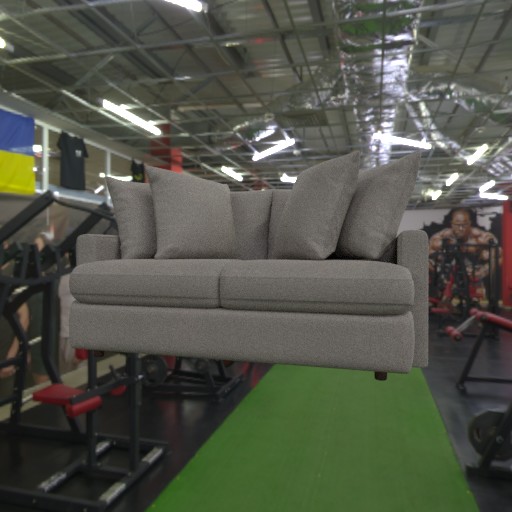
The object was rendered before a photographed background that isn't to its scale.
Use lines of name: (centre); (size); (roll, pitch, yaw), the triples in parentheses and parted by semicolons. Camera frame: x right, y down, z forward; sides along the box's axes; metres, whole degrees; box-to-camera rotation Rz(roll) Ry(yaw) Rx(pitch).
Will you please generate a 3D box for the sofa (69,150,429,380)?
sofa: (0.000, 0.000, 2.653); (1.869, 1.080, 1.228); (0, 1, 17)
